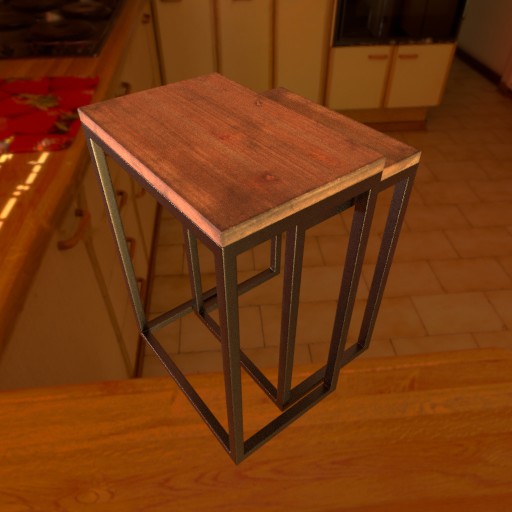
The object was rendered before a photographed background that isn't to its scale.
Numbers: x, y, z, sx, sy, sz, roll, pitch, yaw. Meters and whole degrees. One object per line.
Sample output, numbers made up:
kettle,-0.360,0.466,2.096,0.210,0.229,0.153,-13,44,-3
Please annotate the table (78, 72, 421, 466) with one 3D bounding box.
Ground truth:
table,0.000,0.000,0.944,0.460,0.615,0.456,-25,47,-26
